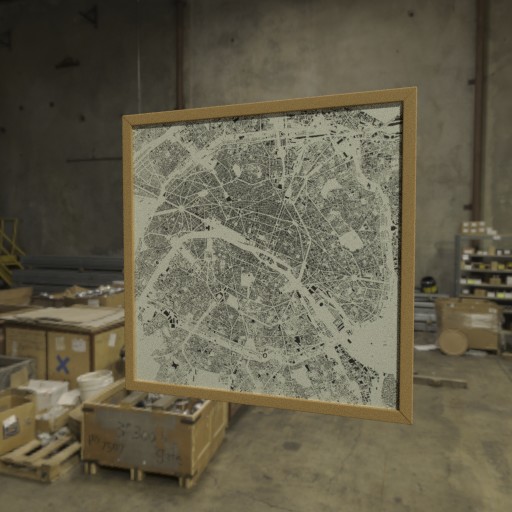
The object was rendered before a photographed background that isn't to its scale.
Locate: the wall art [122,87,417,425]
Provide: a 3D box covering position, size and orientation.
[{"bbox_3d":[0.000,0.000,1.131,0.761,0.761,0.037,1,2,18],"label":"wall art"}]
